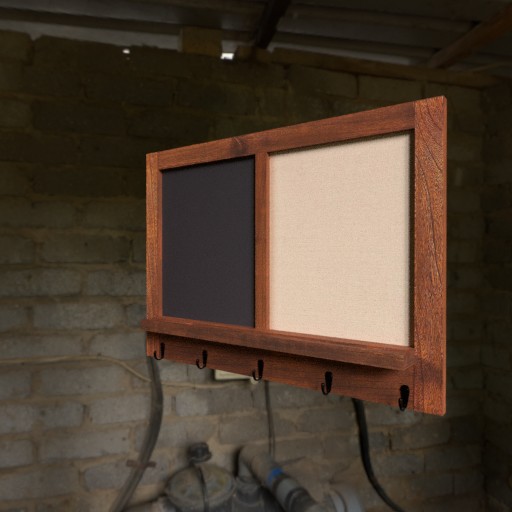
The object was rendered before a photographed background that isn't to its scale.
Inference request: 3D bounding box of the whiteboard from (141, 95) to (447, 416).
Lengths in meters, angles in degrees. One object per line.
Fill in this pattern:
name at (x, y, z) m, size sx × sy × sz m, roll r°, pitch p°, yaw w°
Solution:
whiteboard at (0.000, 0.000, 0.973) m, size 0.768 × 0.553 × 0.083 m, roll 0°, pitch 1°, yaw 36°
